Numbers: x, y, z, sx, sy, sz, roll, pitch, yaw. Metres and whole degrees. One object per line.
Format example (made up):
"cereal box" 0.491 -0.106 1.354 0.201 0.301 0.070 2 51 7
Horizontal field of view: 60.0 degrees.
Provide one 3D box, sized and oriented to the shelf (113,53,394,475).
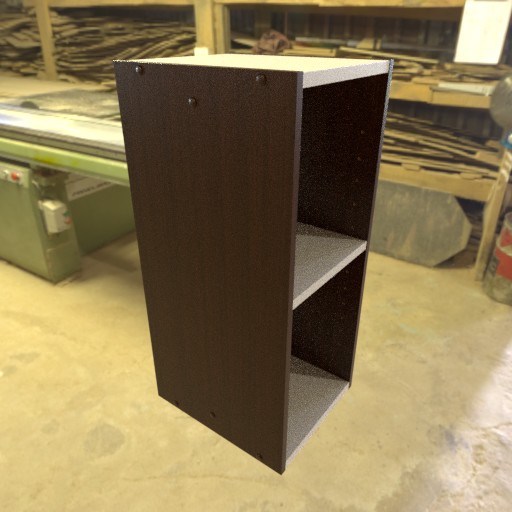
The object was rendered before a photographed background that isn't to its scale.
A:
"shelf" 0.000 0.000 0.740 0.290 0.600 0.253 19 33 32
